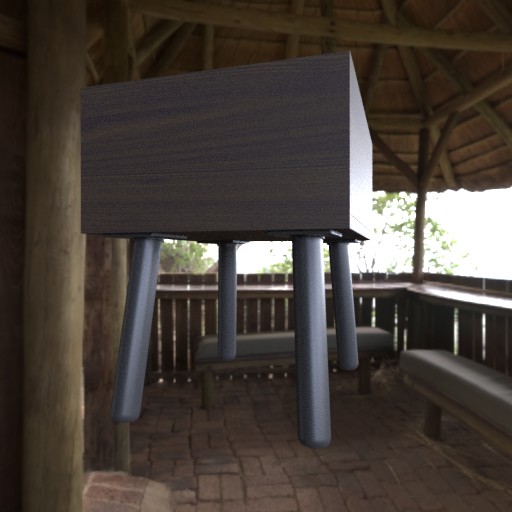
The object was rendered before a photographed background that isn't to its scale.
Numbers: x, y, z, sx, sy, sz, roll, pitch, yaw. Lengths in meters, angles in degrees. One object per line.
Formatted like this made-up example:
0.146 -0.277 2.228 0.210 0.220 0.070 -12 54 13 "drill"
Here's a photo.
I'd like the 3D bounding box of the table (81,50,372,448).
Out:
0.000 0.000 0.777 0.370 0.470 0.450 0 0 18 "table"
